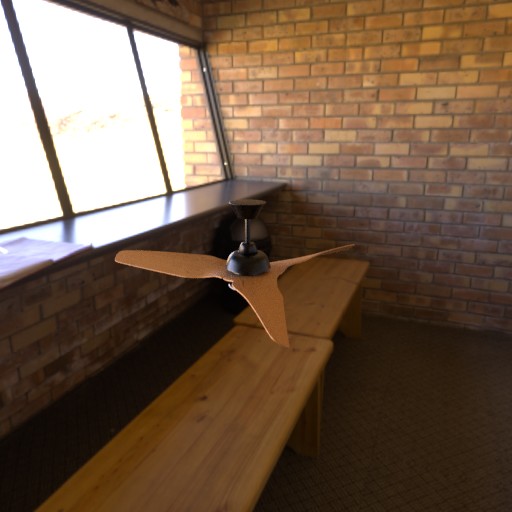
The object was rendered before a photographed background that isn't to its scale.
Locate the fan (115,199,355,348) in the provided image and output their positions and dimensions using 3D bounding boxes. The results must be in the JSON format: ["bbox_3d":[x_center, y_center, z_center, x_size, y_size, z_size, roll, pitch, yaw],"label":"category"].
[{"bbox_3d":[0.000,0.000,1.640,1.142,0.355,1.010,-3,16,-10],"label":"fan"}]
